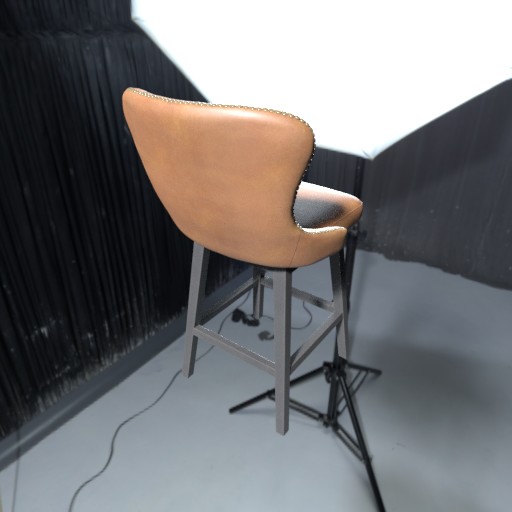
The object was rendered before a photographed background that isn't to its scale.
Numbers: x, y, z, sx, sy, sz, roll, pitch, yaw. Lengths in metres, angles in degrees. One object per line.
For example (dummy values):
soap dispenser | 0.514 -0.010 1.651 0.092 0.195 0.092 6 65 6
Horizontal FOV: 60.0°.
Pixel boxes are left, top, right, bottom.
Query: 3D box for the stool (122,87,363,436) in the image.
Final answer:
stool | 0.000 0.000 1.309 0.528 0.971 0.593 20 35 31
